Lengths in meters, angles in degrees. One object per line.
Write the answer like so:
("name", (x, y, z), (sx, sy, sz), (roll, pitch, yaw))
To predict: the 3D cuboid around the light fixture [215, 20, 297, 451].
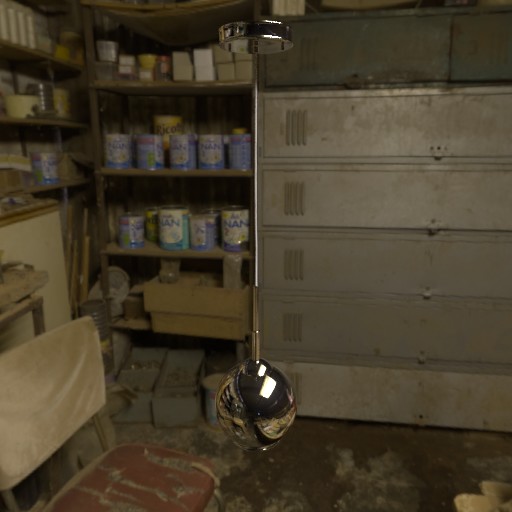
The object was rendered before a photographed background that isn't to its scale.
("light fixture", (0.000, 0.000, 1.655), (0.336, 1.538, 0.336), (2, 14, 9))
